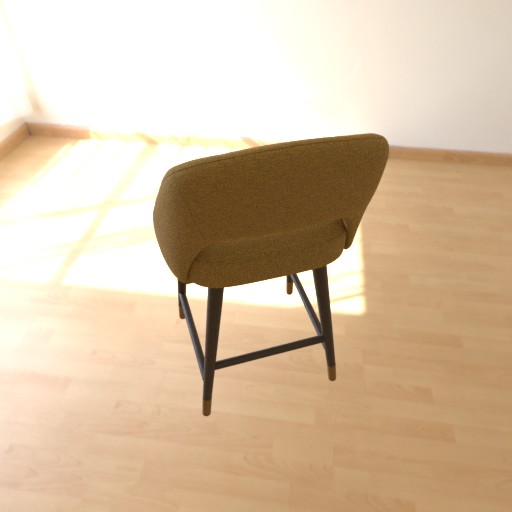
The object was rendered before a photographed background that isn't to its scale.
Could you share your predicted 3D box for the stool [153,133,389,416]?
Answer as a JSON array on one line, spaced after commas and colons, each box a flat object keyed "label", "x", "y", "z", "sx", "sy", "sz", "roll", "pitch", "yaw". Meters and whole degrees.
[{"label": "stool", "x": 0.000, "y": 0.000, "z": 1.278, "sx": 0.536, "sy": 0.939, "sz": 0.522, "roll": -11, "pitch": 43, "yaw": -13}]
